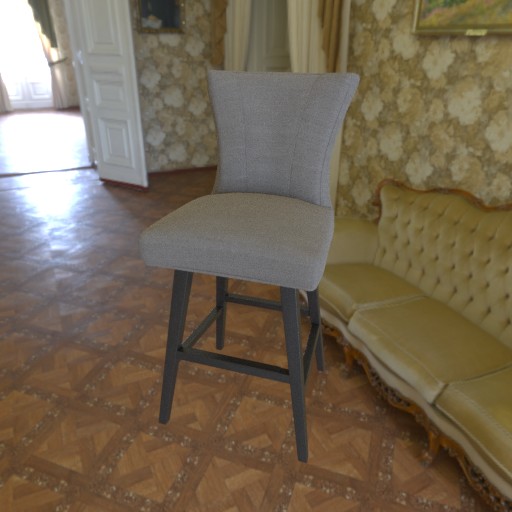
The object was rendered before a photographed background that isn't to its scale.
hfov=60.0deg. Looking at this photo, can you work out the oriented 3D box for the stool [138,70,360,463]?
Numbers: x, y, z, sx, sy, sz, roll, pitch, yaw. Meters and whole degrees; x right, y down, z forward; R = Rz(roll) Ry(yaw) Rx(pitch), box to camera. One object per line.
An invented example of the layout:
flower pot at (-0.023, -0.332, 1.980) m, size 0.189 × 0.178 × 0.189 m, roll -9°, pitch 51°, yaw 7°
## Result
stool at (0.000, 0.000, 1.438) m, size 0.514 × 1.086 × 0.574 m, roll 8°, pitch 27°, yaw 16°
